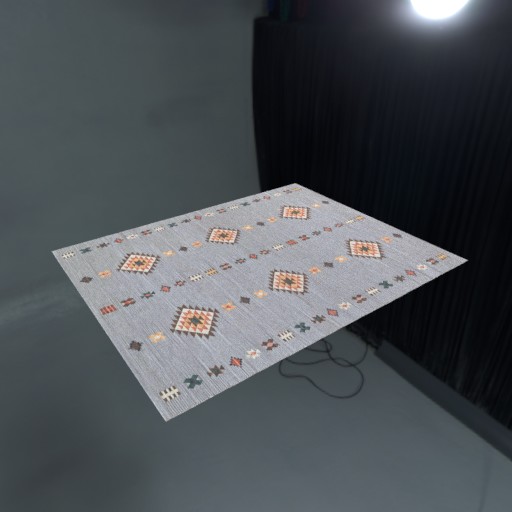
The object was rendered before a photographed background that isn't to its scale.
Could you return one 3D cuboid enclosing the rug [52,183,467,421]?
[{"bbox_3d":[0.000,0.000,4.136,3.035,0.008,2.425,-20,36,-31],"label":"rug"}]
